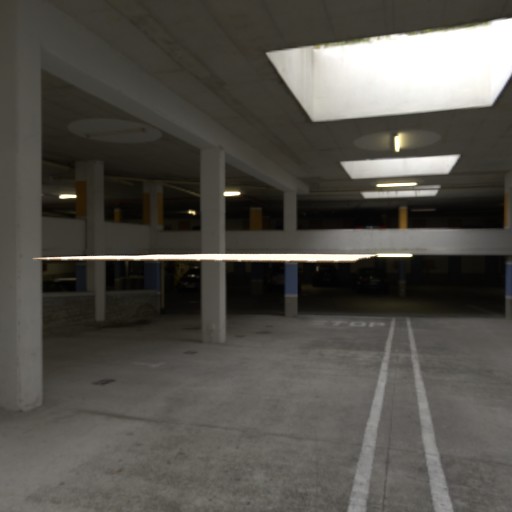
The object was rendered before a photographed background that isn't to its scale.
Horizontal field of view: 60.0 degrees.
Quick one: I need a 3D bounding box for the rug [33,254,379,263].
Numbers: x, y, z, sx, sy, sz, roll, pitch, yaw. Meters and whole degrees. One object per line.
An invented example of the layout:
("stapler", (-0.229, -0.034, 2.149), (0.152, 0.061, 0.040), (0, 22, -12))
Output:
("rug", (0.000, 0.000, 2.253), (1.152, 0.013, 1.761), (0, 1, 18))
